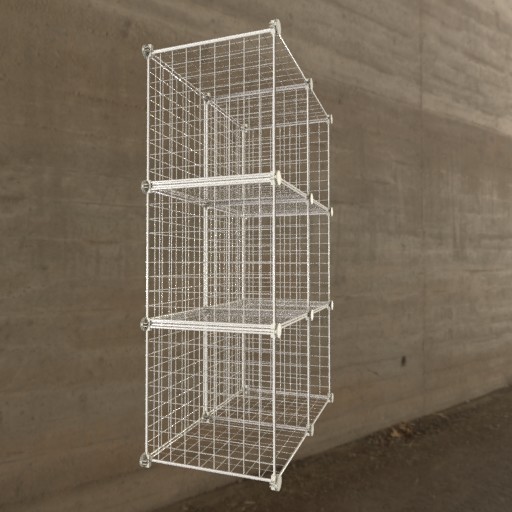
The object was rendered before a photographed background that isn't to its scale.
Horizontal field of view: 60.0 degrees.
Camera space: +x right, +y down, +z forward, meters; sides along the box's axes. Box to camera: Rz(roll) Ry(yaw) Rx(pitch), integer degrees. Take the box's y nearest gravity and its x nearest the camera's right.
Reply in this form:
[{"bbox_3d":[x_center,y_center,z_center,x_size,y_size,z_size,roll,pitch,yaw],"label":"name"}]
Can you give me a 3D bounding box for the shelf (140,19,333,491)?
[{"bbox_3d":[0.000,0.000,1.382,0.356,1.067,0.711,0,-1,20],"label":"shelf"}]
